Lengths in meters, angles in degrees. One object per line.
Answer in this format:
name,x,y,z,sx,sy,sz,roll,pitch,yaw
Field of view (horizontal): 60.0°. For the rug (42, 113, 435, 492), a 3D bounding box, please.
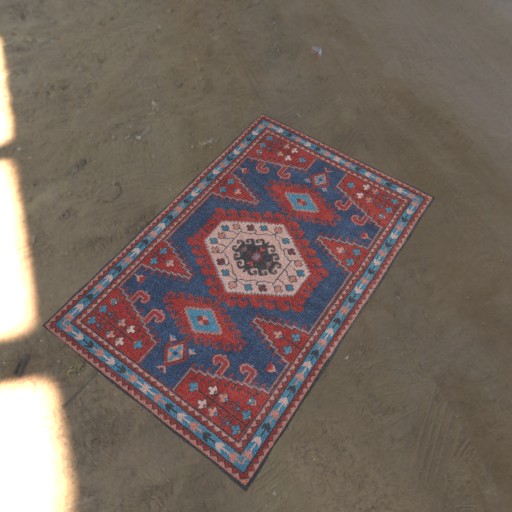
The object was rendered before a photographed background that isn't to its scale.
rug,0.000,0.000,2.307,1.207,0.012,1.820,31,63,18
